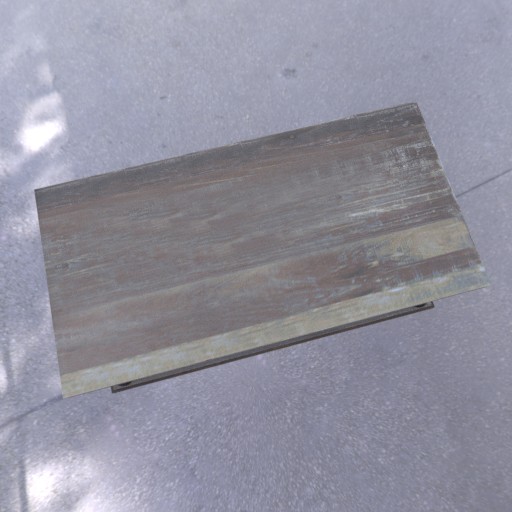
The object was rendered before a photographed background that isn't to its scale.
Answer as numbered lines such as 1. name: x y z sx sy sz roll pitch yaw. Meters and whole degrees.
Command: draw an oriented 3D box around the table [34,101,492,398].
1. table: 0.000 0.000 1.349 1.088 0.399 0.554 -14 75 -4
